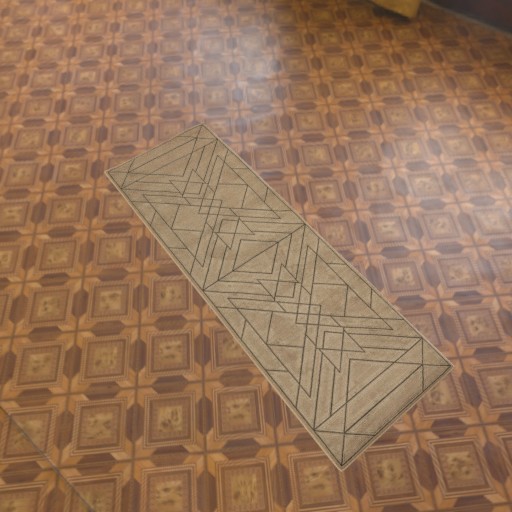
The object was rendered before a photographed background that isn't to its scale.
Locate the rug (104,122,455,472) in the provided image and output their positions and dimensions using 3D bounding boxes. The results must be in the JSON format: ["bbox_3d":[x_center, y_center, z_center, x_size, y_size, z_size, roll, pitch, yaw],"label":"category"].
[{"bbox_3d":[0.000,0.000,2.703,0.831,0.036,2.381,-33,64,-19],"label":"rug"}]
